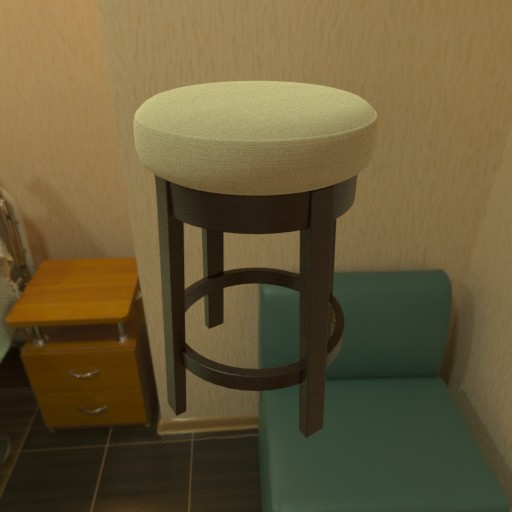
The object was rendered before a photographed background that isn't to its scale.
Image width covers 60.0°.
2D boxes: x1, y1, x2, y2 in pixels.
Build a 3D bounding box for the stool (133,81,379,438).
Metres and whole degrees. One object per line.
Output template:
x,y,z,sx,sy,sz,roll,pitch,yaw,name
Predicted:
0.000,0.000,0.934,0.449,0.655,0.449,0,30,0,stool
